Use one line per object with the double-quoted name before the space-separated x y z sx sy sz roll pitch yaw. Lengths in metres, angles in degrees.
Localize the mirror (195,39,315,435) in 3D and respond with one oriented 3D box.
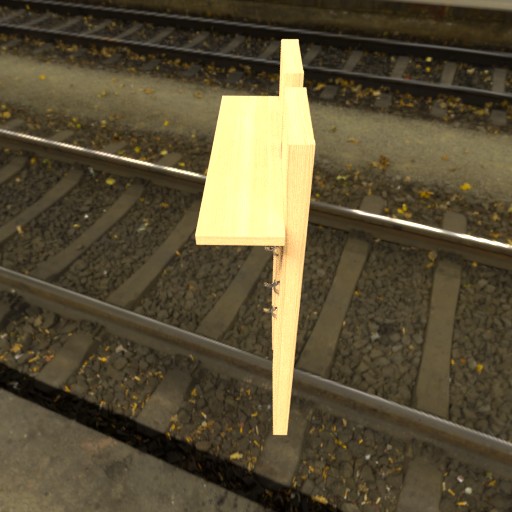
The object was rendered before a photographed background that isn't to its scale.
"mirror" 0.000 0.000 1.588 0.260 1.250 0.800 1 42 1
